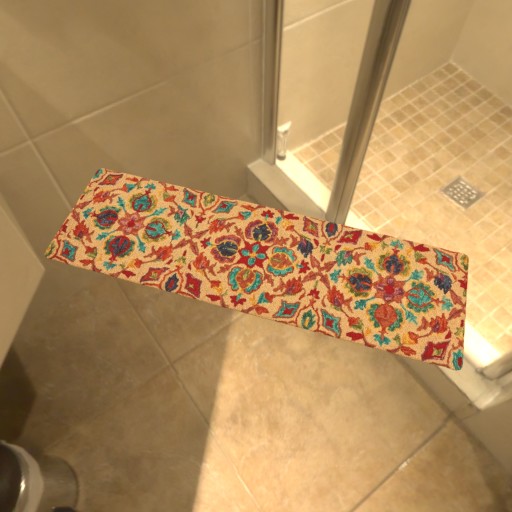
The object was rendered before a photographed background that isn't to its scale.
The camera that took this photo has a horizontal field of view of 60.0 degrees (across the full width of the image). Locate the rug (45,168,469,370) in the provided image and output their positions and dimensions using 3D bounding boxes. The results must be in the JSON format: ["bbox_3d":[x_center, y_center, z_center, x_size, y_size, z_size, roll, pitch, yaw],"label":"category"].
[{"bbox_3d":[0.000,0.000,2.469,2.273,0.016,0.693,14,60,8],"label":"rug"}]
